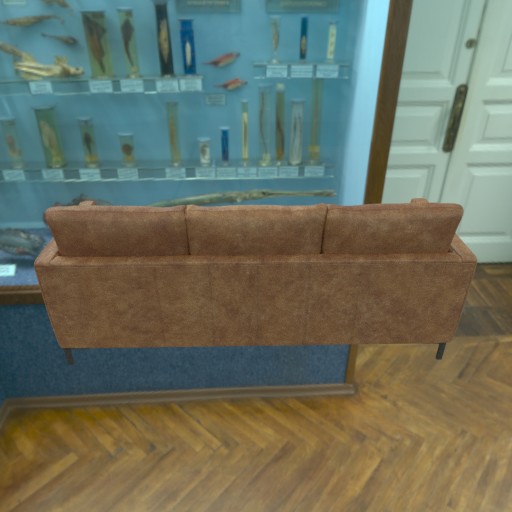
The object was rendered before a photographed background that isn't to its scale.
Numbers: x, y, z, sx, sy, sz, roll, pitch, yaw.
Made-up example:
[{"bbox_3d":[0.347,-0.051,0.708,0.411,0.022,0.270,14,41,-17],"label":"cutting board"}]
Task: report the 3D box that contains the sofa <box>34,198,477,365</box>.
[{"bbox_3d":[0.000,0.000,2.391,2.029,0.863,0.748,-1,31,-1],"label":"sofa"}]
